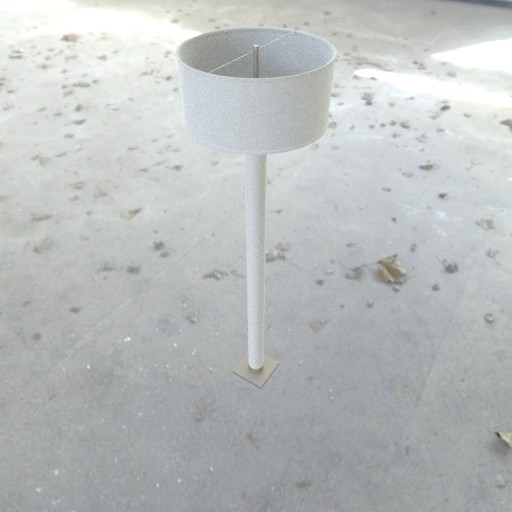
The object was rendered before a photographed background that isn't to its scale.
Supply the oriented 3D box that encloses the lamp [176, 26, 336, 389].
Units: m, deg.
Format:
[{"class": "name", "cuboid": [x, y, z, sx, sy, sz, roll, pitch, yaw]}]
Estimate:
[{"class": "lamp", "cuboid": [0.000, 0.000, 1.649, 0.420, 1.475, 0.420, 24, 47, 24]}]
